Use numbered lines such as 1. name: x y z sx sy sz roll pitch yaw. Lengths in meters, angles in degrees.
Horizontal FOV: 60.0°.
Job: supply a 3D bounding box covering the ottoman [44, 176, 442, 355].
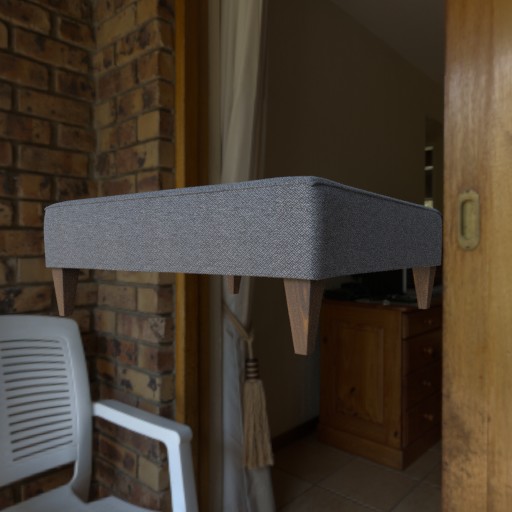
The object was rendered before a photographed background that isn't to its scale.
1. ottoman: 0.000 0.000 1.503 0.981 0.378 0.970 1 1 36
